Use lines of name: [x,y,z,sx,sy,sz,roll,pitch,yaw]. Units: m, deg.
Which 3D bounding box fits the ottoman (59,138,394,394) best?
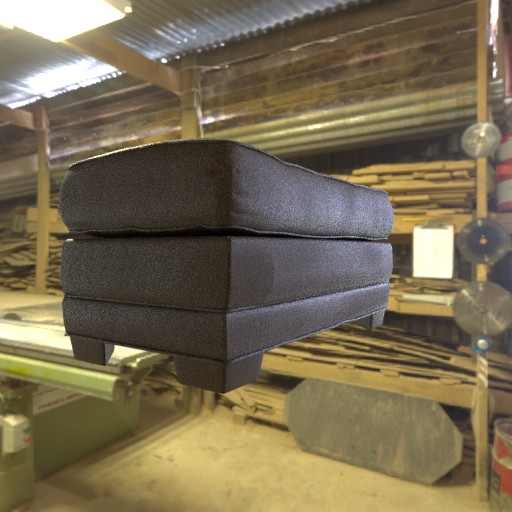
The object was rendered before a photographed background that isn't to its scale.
ottoman: [0.000,0.000,1.179,0.490,0.448,0.864,1,1,34]
